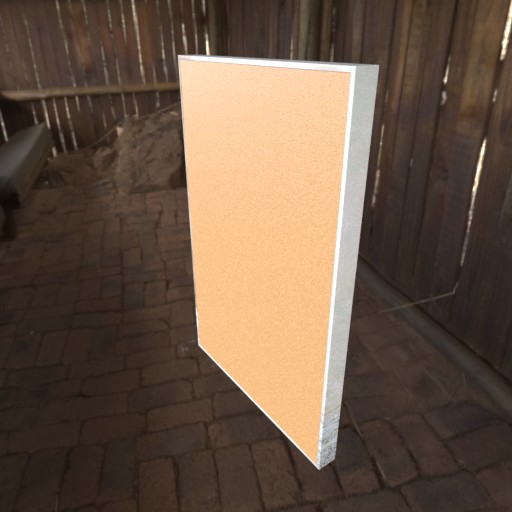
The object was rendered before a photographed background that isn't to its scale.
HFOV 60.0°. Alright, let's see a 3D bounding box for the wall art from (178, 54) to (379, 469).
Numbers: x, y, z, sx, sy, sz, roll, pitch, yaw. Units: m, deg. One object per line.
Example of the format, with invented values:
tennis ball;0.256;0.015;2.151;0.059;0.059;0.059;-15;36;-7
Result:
wall art;0.000;0.000;0.746;0.036;0.607;0.403;-18;31;-32
